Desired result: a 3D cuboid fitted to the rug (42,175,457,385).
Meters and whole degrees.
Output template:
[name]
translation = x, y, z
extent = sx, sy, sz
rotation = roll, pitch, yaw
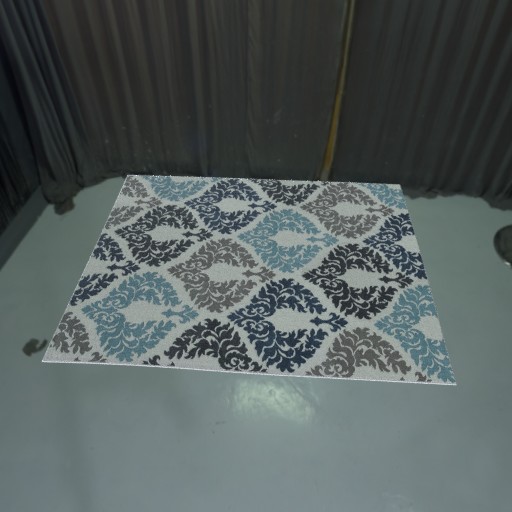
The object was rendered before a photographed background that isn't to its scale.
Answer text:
[rug]
translation = 0.000, 0.000, 4.077
extent = 3.040, 0.014, 2.423
rotation = 2, 45, 2
